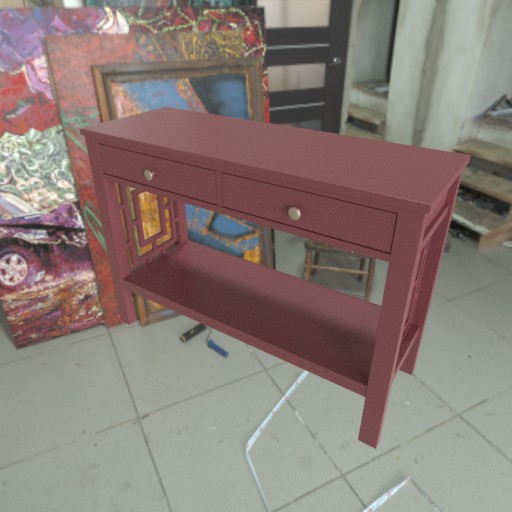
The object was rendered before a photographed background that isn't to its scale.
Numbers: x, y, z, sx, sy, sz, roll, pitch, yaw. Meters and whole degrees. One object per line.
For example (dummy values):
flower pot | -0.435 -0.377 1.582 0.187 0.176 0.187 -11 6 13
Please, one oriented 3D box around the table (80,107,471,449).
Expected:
table | 0.000 0.000 1.443 1.068 0.753 0.397 18 35 28
